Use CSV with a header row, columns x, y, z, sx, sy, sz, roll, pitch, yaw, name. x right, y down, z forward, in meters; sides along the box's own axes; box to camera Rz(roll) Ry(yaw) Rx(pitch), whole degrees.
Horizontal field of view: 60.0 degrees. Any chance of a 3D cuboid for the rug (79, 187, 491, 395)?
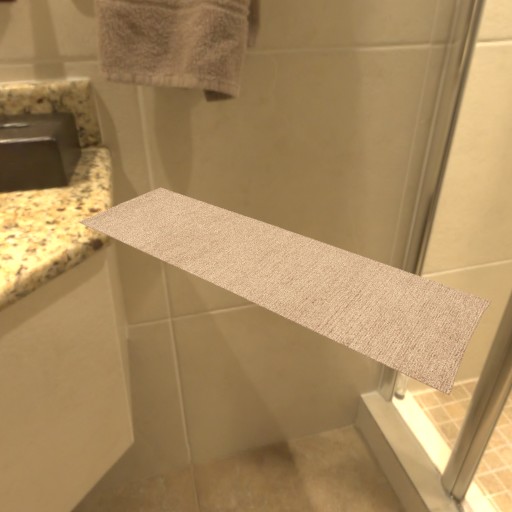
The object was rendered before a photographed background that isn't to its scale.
x,y,z,sx,sy,sz,roll,pitch,yaw,name
0.000,0.000,2.496,2.346,0.013,0.712,22,38,31,rug
